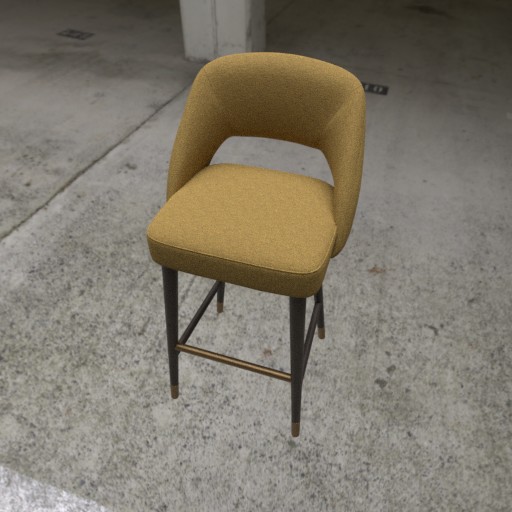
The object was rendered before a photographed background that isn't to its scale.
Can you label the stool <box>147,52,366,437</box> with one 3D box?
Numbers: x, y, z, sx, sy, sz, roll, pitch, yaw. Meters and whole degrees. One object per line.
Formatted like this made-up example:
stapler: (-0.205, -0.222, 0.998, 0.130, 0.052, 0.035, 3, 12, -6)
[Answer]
stool: (0.000, 0.000, 1.348, 0.536, 1.032, 0.522, 12, 43, 14)
